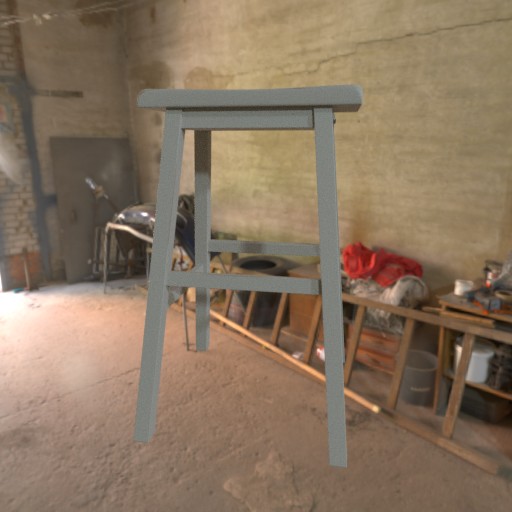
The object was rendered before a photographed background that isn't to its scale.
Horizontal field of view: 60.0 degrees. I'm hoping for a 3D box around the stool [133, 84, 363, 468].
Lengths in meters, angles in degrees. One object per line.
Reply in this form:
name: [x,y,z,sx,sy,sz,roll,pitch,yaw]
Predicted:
stool: [0.000,0.000,1.062,0.457,0.737,0.476,3,15,10]
